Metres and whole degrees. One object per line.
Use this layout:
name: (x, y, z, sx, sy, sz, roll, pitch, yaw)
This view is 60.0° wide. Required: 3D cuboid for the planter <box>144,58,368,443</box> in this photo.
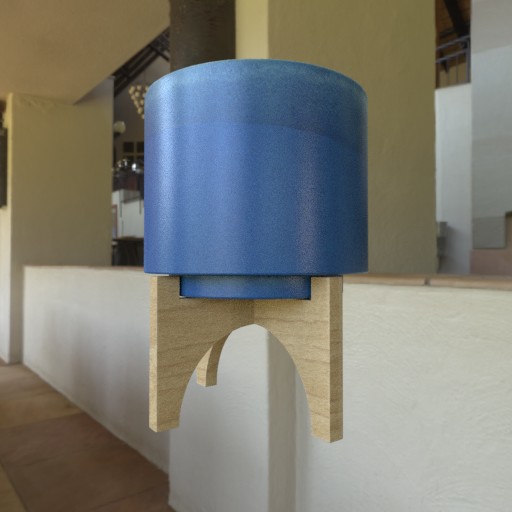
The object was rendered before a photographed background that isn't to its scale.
planter: (0.000, 0.000, 0.391, 0.192, 0.263, 0.192, 0, -1, 0)
